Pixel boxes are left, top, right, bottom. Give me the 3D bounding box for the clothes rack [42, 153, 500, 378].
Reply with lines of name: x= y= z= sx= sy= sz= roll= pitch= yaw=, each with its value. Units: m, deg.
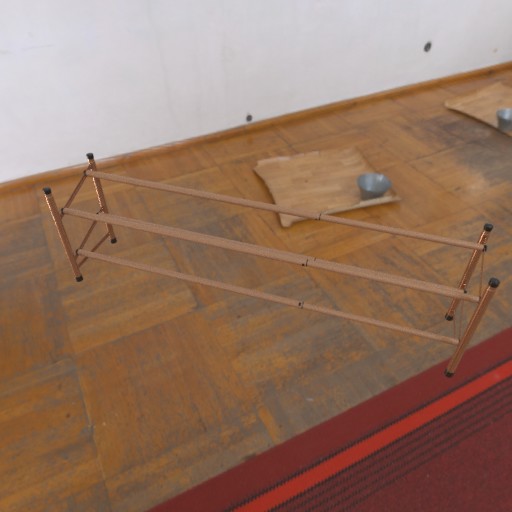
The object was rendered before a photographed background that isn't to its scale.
clothes rack: x=0.000 y=0.000 z=1.270 sx=1.168 sy=0.349 sz=0.229 roll=12 pitch=43 yaw=14
